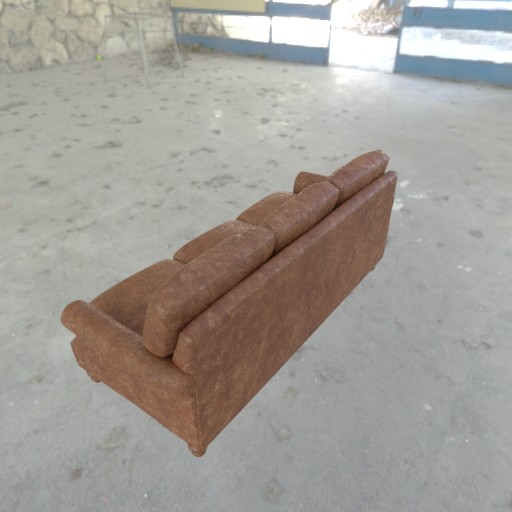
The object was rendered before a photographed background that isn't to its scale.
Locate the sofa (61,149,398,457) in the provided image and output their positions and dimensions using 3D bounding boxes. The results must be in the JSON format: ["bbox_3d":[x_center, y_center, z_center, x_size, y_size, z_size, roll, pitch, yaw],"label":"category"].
[{"bbox_3d":[0.000,0.000,2.856,0.973,0.977,2.351,21,38,30],"label":"sofa"}]
